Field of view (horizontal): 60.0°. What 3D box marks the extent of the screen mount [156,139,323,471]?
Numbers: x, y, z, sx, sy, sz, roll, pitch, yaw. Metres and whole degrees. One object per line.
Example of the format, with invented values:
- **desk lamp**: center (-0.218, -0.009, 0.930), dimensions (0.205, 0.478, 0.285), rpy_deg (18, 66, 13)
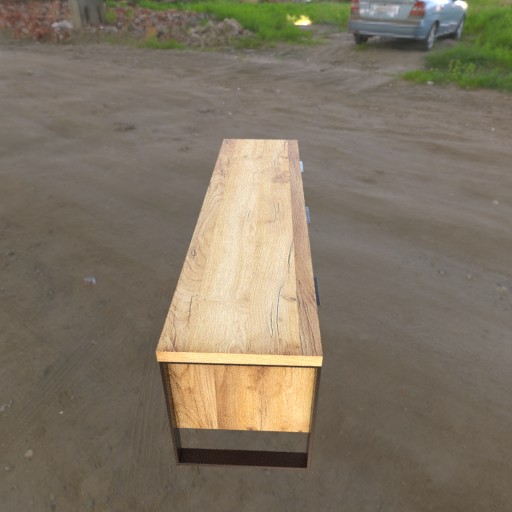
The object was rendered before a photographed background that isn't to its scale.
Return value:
- **screen mount**: center (0.000, 0.000, 1.765), dimensions (0.395, 0.450, 1.524), rpy_deg (1, 33, 2)
